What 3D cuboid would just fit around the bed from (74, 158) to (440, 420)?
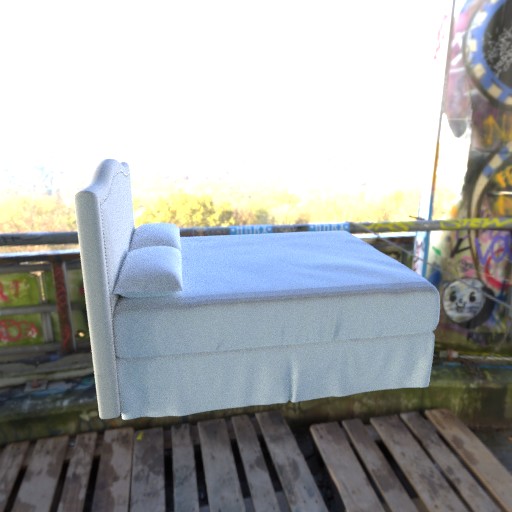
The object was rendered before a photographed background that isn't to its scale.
[{"bbox_3d":[0.000,0.000,3.338,2.143,1.460,1.753,-3,17,-10],"label":"bed"}]
